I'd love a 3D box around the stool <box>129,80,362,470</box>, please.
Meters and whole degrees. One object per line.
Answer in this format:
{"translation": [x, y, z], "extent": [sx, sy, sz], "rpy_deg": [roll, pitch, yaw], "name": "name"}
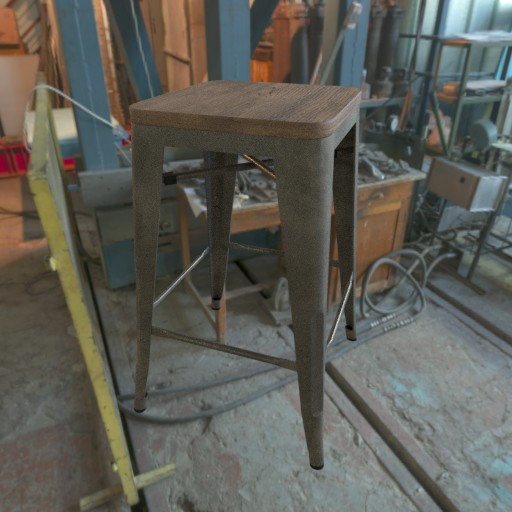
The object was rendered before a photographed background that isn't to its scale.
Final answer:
{"translation": [0.000, 0.000, 0.885], "extent": [0.407, 0.607, 0.407], "rpy_deg": [10, 31, 18], "name": "stool"}
